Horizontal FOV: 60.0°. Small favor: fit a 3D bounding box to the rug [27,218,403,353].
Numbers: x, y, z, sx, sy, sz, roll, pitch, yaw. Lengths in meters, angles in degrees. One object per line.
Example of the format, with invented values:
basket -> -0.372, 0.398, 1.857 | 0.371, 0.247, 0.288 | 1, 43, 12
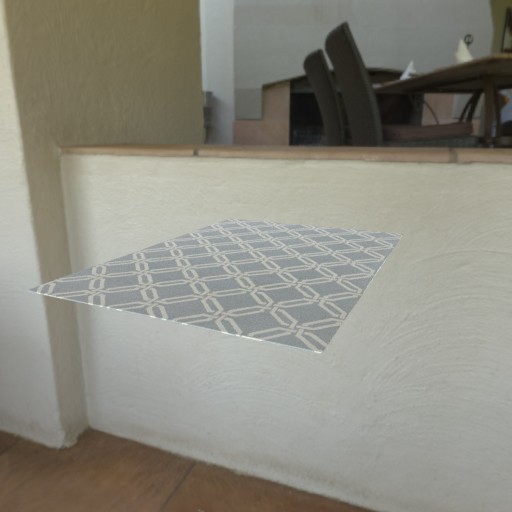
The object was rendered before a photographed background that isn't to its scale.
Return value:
rug -> 0.000, 0.000, 2.811 | 1.522, 0.013, 2.133 | 7, 17, 24
